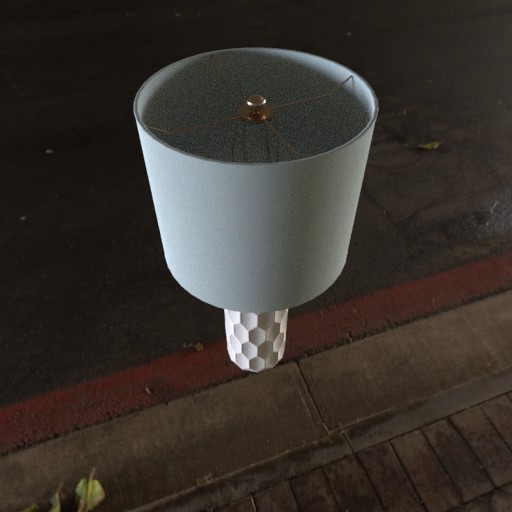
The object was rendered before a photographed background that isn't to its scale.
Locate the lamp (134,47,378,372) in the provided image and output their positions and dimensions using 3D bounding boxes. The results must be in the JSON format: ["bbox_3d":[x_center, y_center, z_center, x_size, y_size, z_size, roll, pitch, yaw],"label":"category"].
[{"bbox_3d":[0.000,0.000,0.702,0.277,0.534,0.277,9,47,8],"label":"lamp"}]
